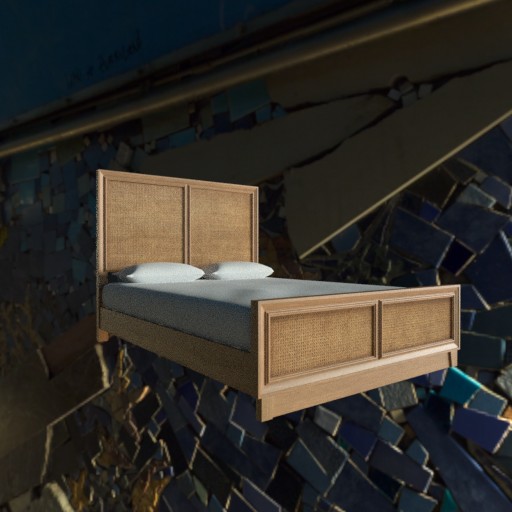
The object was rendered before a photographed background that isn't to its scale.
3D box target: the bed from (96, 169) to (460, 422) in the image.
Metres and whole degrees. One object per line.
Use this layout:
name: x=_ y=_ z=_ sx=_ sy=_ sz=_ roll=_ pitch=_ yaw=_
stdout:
bed: x=0.000 y=0.000 z=3.209 sx=1.606 sy=1.387 sz=2.184 roll=0 pitch=1 yaw=-37
